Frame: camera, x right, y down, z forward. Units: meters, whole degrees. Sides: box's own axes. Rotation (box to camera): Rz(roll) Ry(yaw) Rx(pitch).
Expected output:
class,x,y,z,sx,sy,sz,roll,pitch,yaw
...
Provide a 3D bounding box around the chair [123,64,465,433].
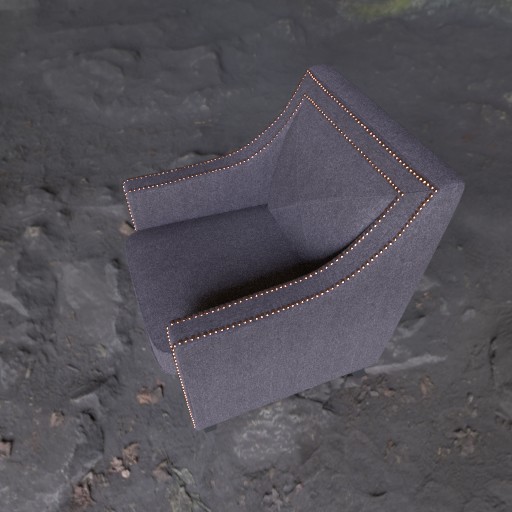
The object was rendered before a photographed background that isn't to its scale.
class,x,y,z,sx,sy,sz,roll,pitch,yaw
chair,0.000,0.000,1.599,0.884,0.967,0.776,-16,49,-15
